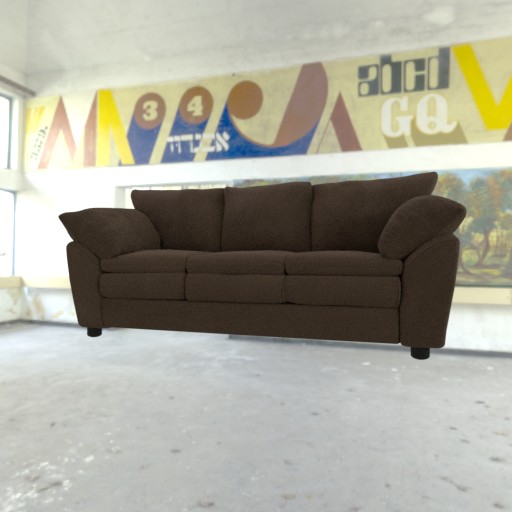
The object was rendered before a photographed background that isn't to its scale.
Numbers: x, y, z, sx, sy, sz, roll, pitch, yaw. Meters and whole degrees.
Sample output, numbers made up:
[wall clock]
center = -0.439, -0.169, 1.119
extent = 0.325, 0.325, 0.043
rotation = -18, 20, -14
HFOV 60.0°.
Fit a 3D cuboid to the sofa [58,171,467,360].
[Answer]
[sofa]
center = 0.000, 0.000, 2.789
extent = 2.336, 1.015, 0.878
rotation = 0, 0, 19
